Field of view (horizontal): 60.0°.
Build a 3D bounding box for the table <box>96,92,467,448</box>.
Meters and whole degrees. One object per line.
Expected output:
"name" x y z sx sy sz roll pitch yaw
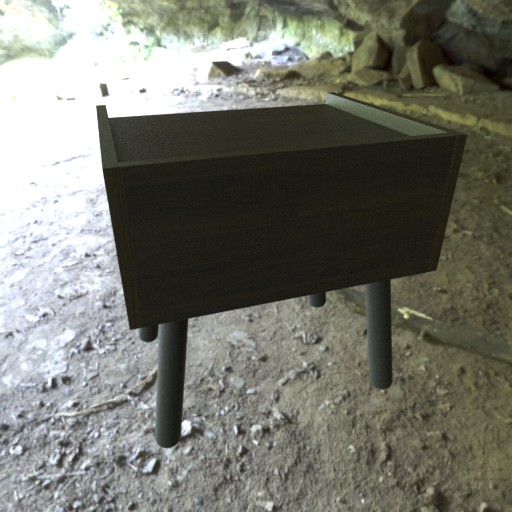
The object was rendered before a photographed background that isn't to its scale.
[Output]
"table" 0.000 0.000 0.774 0.450 0.470 0.370 -9 30 -16
